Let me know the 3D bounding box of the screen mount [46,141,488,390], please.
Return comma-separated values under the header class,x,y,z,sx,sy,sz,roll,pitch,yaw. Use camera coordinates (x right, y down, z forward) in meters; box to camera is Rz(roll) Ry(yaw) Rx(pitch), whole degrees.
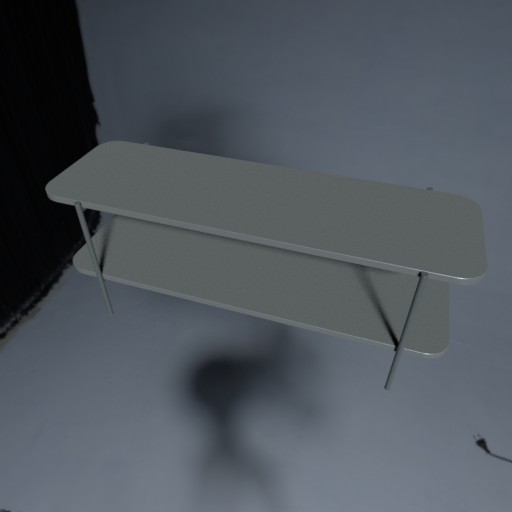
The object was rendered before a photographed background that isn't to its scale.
class,x,y,z,sx,sy,sz,roll,pitch,yaw
screen mount,0.000,0.000,1.391,1.200,0.447,0.400,12,41,14
